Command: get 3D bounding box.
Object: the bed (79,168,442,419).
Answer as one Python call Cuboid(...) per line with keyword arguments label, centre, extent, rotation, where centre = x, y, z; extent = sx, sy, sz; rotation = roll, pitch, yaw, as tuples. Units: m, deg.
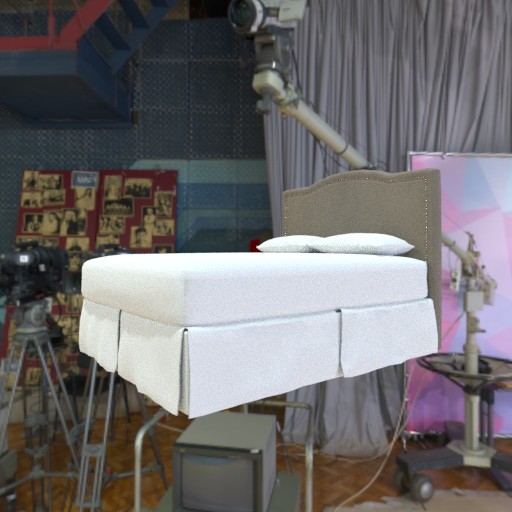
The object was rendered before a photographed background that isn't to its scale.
Cuboid(label="bed", centre=(0.000, 0.000, 3.234), extent=(2.128, 1.441, 1.744), rotation=(-1, 1, -37))
